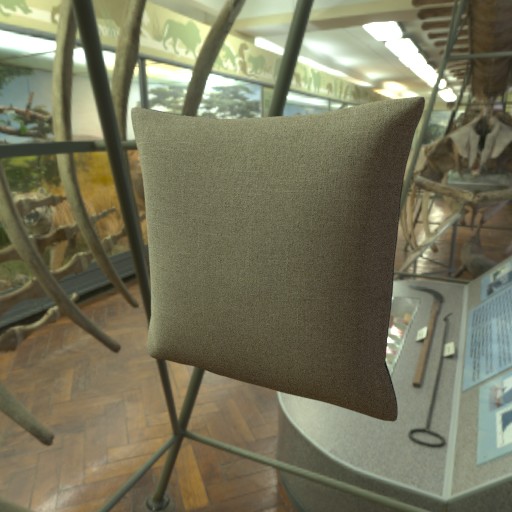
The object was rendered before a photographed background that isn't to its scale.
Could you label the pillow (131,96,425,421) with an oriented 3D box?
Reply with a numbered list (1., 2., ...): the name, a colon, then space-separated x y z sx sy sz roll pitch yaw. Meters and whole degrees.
1. pillow: 0.000 0.000 0.652 0.435 0.428 0.148 8 17 25
